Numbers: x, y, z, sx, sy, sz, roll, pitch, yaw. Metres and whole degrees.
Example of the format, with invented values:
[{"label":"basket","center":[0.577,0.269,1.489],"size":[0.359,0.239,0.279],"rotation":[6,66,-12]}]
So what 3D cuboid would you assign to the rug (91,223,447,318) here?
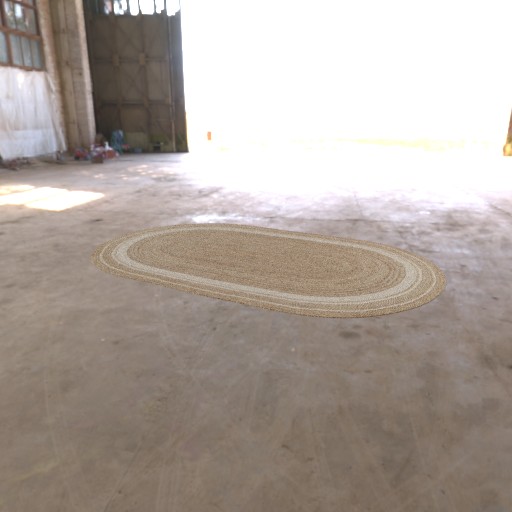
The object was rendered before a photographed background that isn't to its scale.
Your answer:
[{"label":"rug","center":[0.000,0.000,3.052],"size":[2.432,0.006,1.520],"rotation":[9,20,27]}]
